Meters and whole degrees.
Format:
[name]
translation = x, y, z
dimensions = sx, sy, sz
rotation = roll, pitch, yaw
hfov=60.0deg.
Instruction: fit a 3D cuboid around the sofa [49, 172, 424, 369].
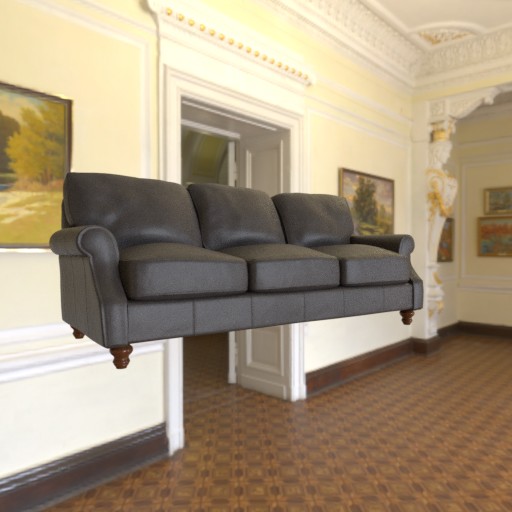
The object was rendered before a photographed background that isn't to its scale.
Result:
[sofa]
translation = 0.000, 0.000, 2.878
dimensions = 2.387, 0.977, 0.974
rotation = -1, 1, -34
